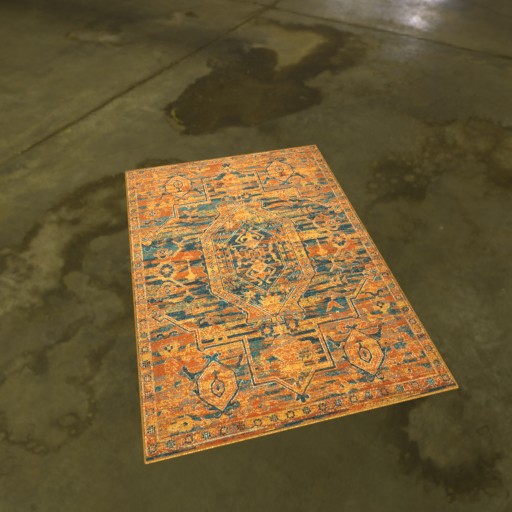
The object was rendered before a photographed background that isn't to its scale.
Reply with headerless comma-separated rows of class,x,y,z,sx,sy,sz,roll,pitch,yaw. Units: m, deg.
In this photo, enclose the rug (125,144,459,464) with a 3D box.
rug,0.000,0.000,3.708,2.043,0.019,2.916,-10,48,-9
